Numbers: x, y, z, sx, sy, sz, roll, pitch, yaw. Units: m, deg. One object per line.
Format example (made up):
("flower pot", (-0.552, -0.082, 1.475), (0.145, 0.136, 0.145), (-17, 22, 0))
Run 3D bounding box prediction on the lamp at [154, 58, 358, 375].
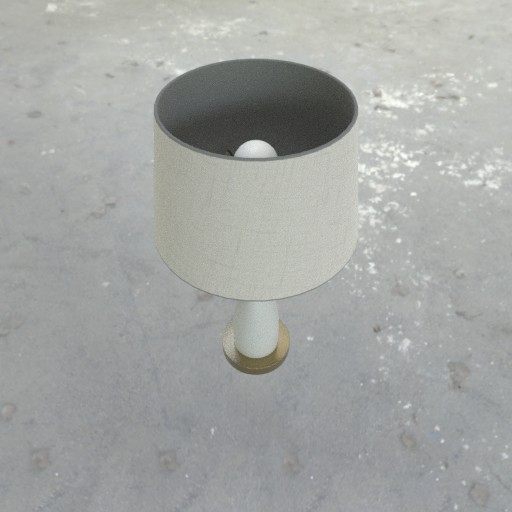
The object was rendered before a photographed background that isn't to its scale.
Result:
("lamp", (0.000, 0.000, 0.733), (0.309, 0.545, 0.309), (0, 47, 0))
